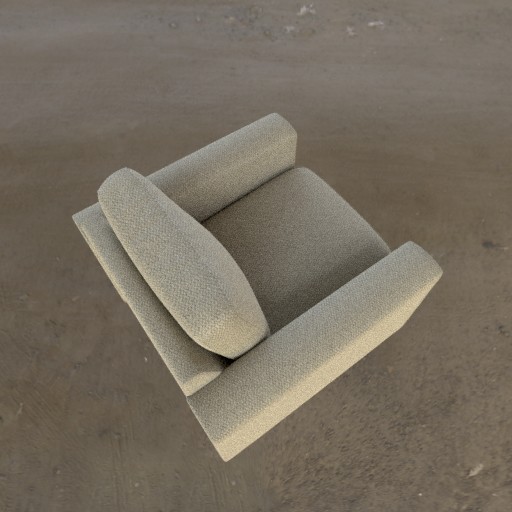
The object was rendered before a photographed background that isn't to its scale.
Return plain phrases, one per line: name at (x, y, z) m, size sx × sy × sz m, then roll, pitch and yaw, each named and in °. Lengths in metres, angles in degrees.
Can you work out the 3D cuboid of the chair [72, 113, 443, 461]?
chair at (0.000, 0.000, 1.732) m, size 1.016 × 0.873 × 1.005 m, roll -32°, pitch 65°, yaw -17°
